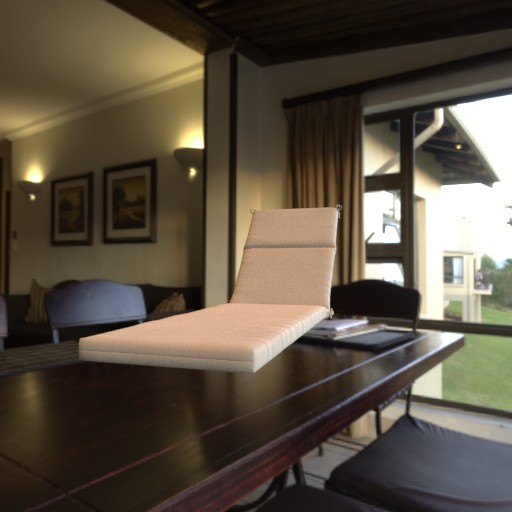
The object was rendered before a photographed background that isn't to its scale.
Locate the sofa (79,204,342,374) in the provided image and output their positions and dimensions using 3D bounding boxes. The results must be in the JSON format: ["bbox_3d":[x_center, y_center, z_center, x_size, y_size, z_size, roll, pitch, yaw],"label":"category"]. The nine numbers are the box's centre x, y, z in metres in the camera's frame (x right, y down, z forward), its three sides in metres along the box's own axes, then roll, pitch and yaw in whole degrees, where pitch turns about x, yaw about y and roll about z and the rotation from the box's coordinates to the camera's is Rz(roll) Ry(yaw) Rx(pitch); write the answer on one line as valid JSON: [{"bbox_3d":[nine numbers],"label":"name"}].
[{"bbox_3d":[0.000,0.000,1.934,0.582,0.622,1.663,0,-1,17],"label":"sofa"}]
